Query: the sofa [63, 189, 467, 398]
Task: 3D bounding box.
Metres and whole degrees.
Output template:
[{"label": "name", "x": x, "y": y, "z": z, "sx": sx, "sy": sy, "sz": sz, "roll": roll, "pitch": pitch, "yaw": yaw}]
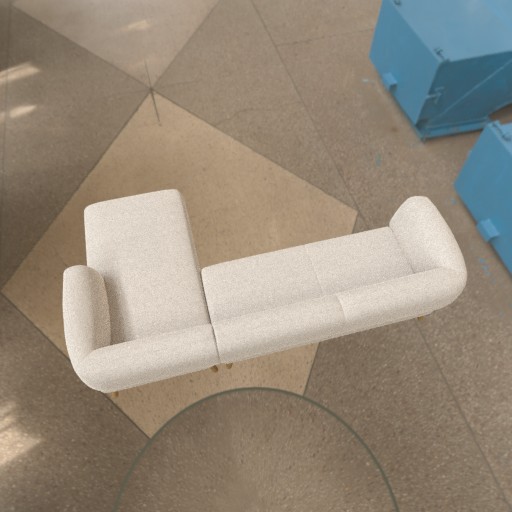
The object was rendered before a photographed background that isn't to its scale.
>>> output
[{"label": "sofa", "x": 0.000, "y": 0.000, "z": 3.377, "sx": 2.660, "sy": 0.730, "sz": 1.610, "roll": -12, "pitch": 59, "yaw": -8}]
